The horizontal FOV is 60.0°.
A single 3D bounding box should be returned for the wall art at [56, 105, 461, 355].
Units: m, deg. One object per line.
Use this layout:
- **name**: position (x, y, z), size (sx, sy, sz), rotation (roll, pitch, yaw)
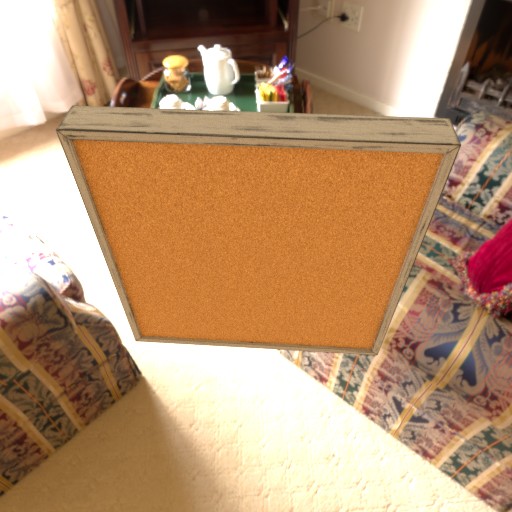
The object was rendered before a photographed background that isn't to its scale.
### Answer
- **wall art**: position (0.000, 0.000, 0.455), size (0.303, 0.303, 0.036), rotation (3, 48, 3)
